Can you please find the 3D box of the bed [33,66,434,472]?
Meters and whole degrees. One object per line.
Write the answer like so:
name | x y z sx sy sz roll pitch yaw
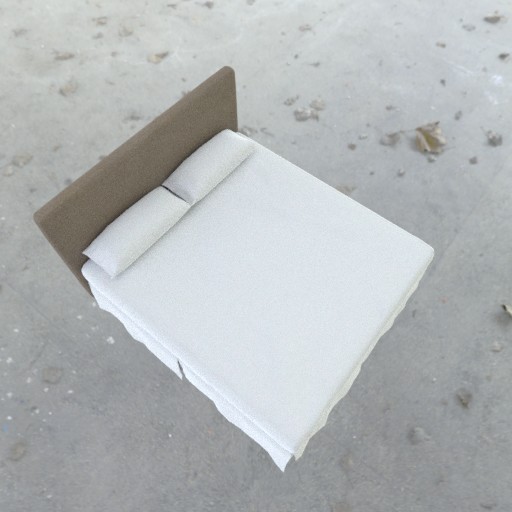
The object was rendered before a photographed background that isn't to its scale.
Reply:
bed | 0.000 0.000 3.572 2.341 1.317 2.119 35 66 18
